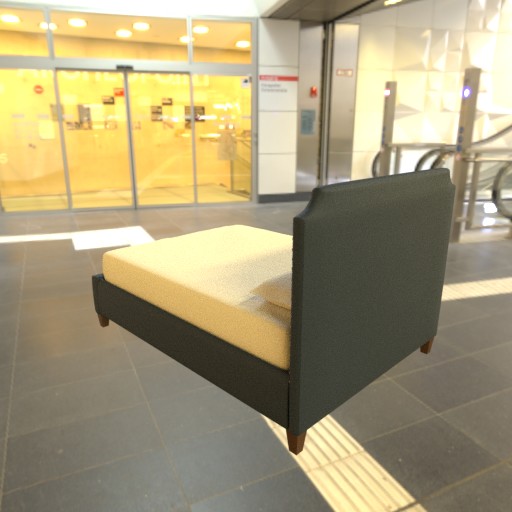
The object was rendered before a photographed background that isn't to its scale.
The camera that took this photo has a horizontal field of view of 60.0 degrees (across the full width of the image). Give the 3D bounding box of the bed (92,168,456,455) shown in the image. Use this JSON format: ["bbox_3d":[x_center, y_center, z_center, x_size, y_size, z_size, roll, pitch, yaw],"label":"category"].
[{"bbox_3d":[0.000,0.000,3.513,1.712,1.443,2.372,-16,23,-42],"label":"bed"}]
